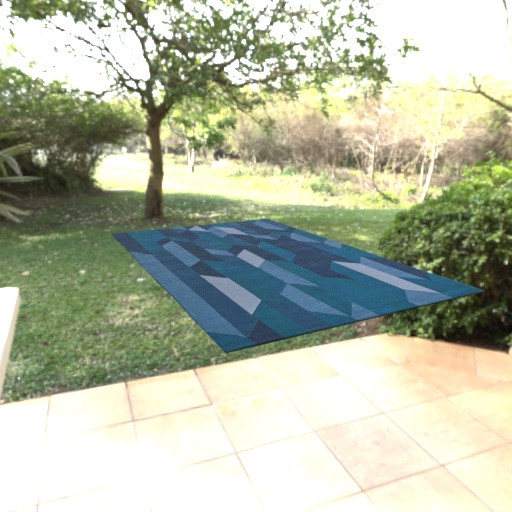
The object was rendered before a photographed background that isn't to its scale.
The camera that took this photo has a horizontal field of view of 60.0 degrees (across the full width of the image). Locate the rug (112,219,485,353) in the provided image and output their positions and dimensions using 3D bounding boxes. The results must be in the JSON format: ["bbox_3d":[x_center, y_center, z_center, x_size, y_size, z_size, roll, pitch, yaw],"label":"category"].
[{"bbox_3d":[0.000,0.000,3.073,1.528,0.005,2.420,-8,17,-26],"label":"rug"}]
